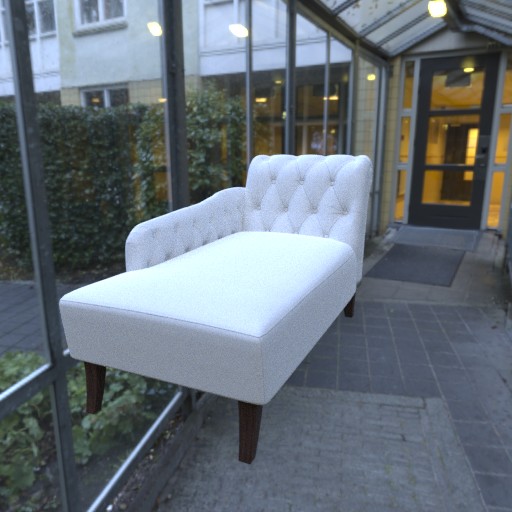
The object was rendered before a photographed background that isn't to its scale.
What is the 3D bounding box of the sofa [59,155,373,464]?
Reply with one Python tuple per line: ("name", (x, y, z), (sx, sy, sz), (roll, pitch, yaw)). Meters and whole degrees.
("sofa", (0.000, 0.000, 1.775), (0.675, 0.787, 1.379), (6, 14, 24))
